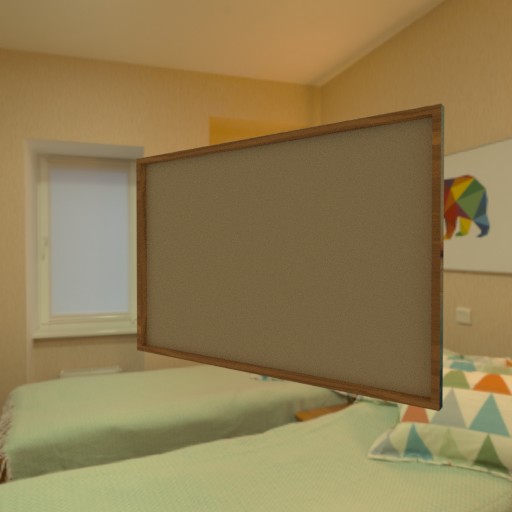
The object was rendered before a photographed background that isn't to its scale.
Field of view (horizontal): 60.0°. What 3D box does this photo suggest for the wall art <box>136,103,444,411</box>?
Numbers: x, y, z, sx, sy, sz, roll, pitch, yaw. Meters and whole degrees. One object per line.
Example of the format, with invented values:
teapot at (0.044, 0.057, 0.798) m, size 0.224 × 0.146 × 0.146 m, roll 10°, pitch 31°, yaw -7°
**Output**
wall art at (0.000, 0.000, 0.761) m, size 0.604 × 0.402 × 0.018 m, roll 1°, pitch 1°, yaw 36°
